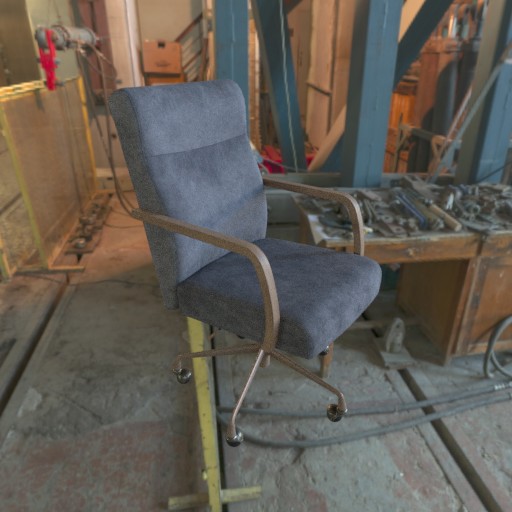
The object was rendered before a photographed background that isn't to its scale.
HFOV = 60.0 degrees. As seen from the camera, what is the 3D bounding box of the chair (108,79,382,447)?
[{"bbox_3d":[0.000,0.000,1.445,0.741,1.029,0.640,18,31,33],"label":"chair"}]
